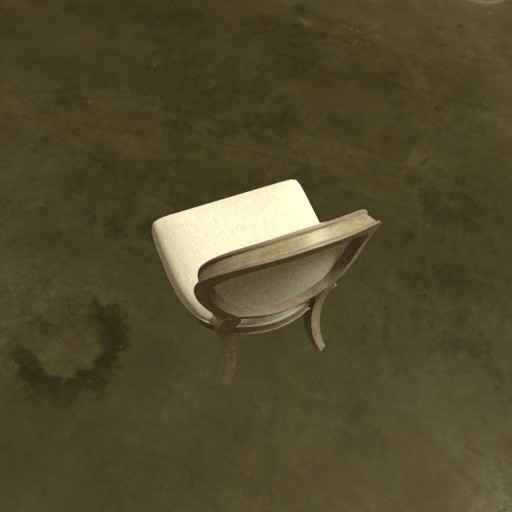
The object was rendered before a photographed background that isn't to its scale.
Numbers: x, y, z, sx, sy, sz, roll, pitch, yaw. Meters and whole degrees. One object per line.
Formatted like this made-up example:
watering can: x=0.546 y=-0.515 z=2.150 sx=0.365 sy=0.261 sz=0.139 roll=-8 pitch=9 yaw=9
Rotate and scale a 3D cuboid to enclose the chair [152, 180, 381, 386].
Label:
chair: x=0.000 y=0.000 z=1.355 sx=0.558 sy=0.990 sz=0.602 roll=-18 pitch=60 yaw=-11
